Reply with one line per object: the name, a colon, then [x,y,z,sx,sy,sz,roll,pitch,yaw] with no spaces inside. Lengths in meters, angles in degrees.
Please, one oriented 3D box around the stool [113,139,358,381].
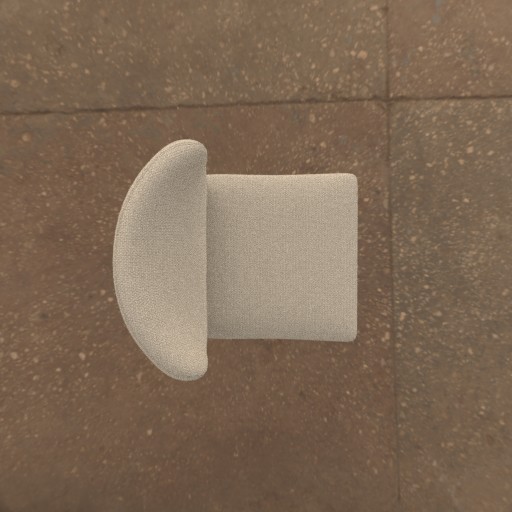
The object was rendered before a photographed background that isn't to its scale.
stool: [0.000,0.000,1.359,0.568,1.069,0.481,0,91,-2]
